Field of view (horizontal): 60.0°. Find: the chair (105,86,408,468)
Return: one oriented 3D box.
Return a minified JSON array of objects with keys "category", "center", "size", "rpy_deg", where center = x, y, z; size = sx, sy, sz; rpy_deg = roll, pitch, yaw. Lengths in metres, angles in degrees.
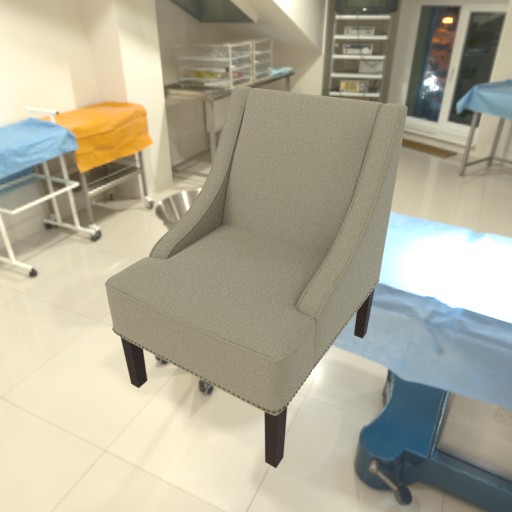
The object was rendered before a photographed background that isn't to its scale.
[{"category":"chair","center":[0.000,0.000,1.388],"size":[0.610,0.864,0.737],"rpy_deg":[18,35,28]}]
